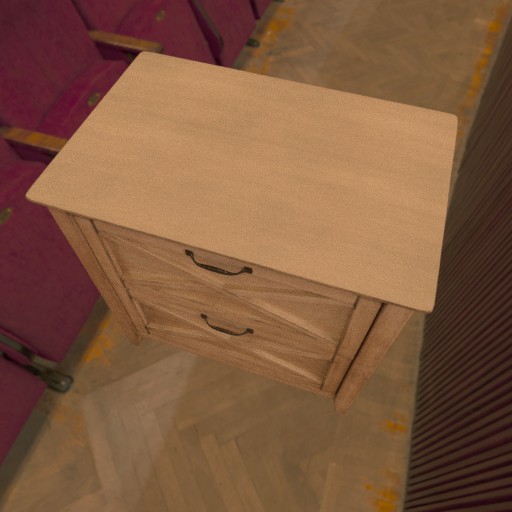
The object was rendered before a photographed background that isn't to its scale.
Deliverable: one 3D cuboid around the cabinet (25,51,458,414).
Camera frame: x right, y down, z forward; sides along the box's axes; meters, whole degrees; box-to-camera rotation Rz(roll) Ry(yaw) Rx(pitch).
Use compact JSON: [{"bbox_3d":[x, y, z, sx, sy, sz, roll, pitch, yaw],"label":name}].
[{"bbox_3d":[0.000,0.000,1.218,0.763,0.762,0.503,16,58,10],"label":"cabinet"}]
